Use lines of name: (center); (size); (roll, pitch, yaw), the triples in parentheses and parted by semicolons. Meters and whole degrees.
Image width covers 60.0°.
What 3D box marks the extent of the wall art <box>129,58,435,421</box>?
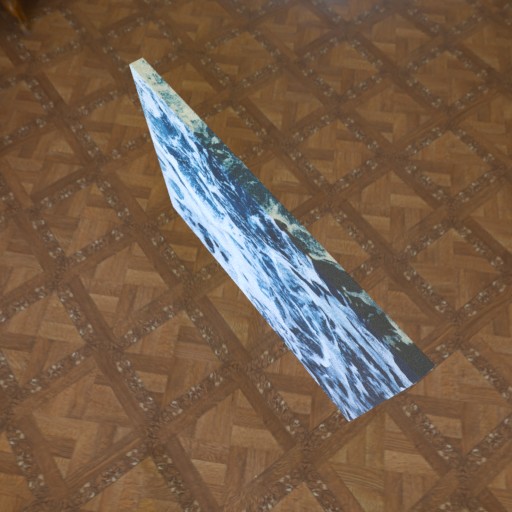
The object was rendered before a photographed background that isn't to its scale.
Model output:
wall art: (0.000, 0.000, 1.151); (0.042, 0.610, 0.915); (-35, 69, -16)
